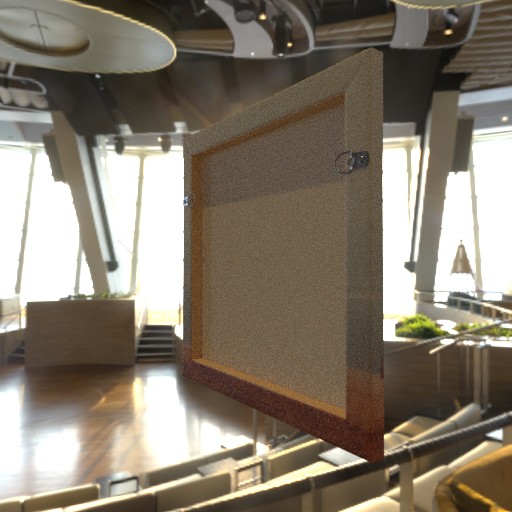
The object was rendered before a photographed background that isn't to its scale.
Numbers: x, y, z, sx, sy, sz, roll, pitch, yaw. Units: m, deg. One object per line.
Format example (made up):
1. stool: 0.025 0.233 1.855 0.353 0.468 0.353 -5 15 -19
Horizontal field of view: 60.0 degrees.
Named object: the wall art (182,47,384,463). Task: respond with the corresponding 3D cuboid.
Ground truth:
1. wall art: 0.000 0.000 0.895 0.034 0.605 0.605 0 -1 -36
